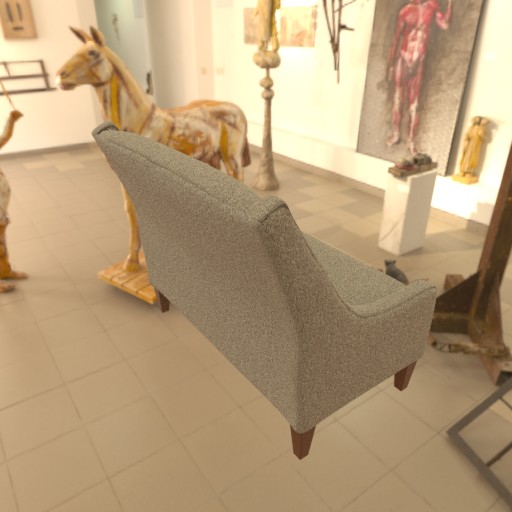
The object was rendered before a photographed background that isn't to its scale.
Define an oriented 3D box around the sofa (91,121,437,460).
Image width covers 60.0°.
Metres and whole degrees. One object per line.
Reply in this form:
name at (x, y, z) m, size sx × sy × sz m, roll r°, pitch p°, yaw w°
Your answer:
sofa at (0.000, 0.000, 1.895) m, size 0.862 × 1.026 × 1.242 m, roll -19°, pitch 33°, yaw -31°
